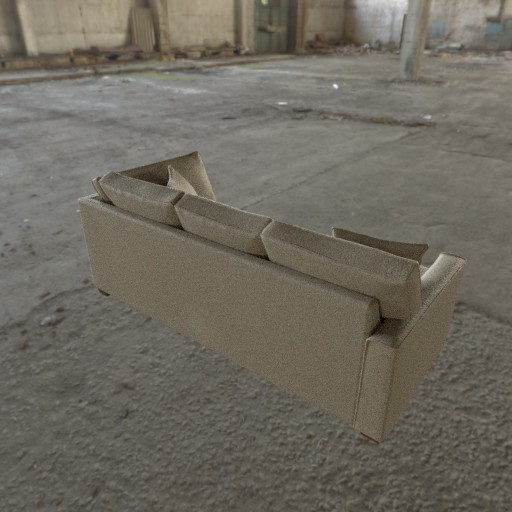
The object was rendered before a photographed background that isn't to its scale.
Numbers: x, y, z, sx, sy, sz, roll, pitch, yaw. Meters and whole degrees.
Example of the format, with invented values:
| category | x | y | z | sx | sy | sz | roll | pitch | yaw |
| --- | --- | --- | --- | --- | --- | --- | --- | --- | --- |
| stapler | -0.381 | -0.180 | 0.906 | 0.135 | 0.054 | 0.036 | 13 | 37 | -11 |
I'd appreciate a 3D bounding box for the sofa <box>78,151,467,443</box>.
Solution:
| category | x | y | z | sx | sy | sz | roll | pitch | yaw |
| --- | --- | --- | --- | --- | --- | --- | --- | --- | --- |
| sofa | 0.000 | 0.000 | 2.887 | 2.317 | 0.962 | 1.061 | 20 | 33 | 33 |
